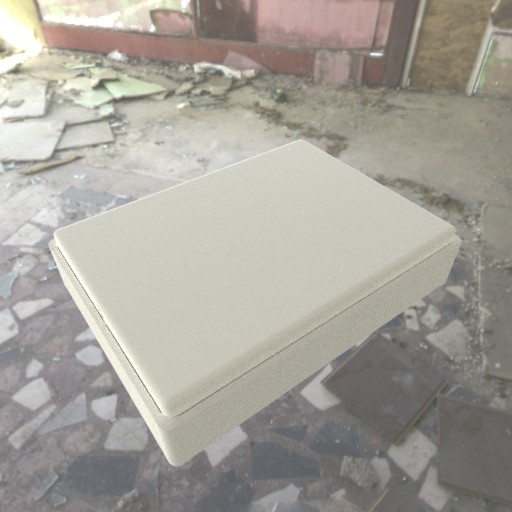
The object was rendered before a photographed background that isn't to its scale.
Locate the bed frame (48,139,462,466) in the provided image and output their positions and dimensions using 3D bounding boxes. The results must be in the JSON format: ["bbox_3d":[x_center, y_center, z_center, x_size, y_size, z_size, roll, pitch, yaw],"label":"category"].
[{"bbox_3d":[0.000,0.000,2.570,1.900,0.406,1.400,-26,48,-26],"label":"bed frame"}]
